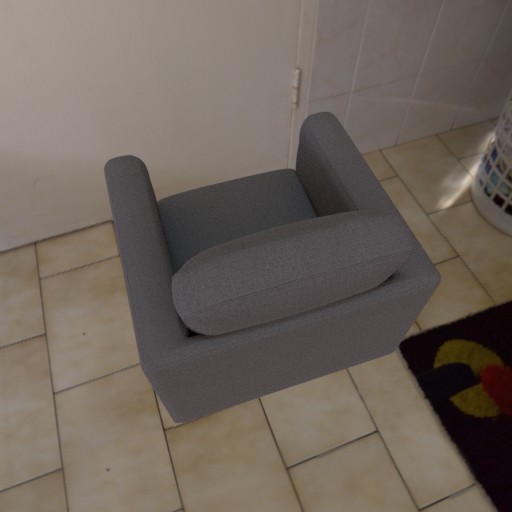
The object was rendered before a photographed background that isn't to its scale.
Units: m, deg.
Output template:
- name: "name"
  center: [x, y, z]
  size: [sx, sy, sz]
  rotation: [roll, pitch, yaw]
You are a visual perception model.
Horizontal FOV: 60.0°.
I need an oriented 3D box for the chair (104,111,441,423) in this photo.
- name: "chair"
  center: [0.000, 0.000, 1.553]
  size: [0.854, 0.927, 0.800]
  rotation: [-15, 58, -10]
